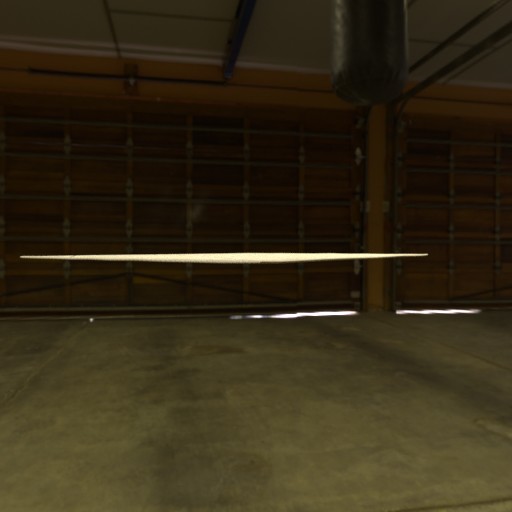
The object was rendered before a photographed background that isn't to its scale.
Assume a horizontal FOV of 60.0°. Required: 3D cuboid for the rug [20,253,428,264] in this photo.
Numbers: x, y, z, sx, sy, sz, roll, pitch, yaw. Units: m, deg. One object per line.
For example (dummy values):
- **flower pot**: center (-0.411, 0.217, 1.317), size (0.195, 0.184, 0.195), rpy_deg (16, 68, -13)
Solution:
- **rug**: center (0.000, 0.000, 4.348), size (2.436, 0.026, 3.381), rpy_deg (1, 1, 35)
